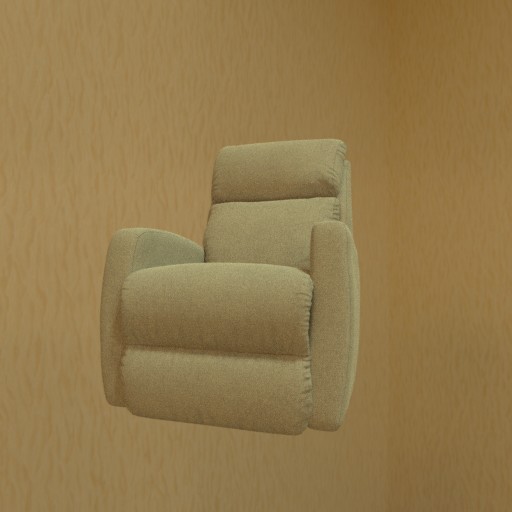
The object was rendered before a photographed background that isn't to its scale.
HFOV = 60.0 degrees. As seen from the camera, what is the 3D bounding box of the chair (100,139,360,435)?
[{"bbox_3d":[0.000,0.000,1.672,0.794,1.021,0.940,0,0,17],"label":"chair"}]
